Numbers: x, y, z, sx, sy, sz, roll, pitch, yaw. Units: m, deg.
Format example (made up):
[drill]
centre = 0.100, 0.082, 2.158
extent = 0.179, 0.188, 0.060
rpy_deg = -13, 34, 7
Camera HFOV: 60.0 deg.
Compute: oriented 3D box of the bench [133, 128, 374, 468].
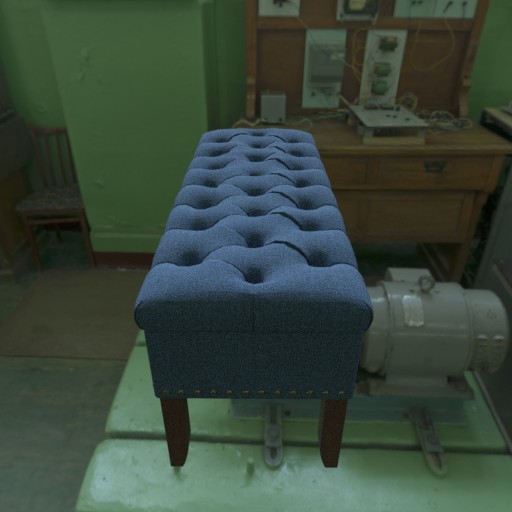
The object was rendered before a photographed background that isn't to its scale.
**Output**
[bench]
centre = 0.000, 0.000, 1.298
extent = 0.417, 0.492, 1.052
rpy_deg = 0, 31, 0
